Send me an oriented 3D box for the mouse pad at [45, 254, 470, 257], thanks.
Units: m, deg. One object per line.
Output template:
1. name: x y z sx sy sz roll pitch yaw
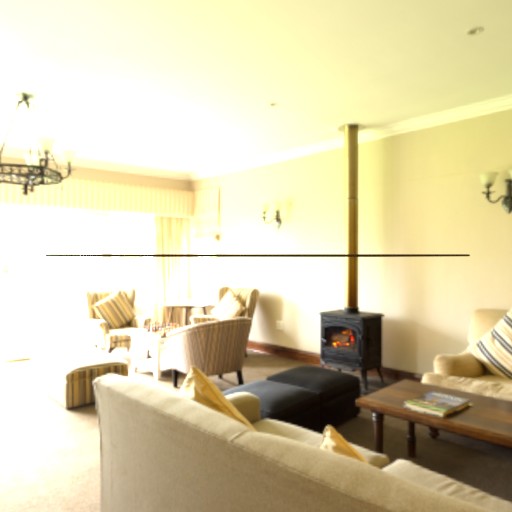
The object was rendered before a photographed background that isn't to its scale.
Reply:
1. mouse pad: 0.000 0.000 0.646 0.451 0.002 0.393 0 0 -1
